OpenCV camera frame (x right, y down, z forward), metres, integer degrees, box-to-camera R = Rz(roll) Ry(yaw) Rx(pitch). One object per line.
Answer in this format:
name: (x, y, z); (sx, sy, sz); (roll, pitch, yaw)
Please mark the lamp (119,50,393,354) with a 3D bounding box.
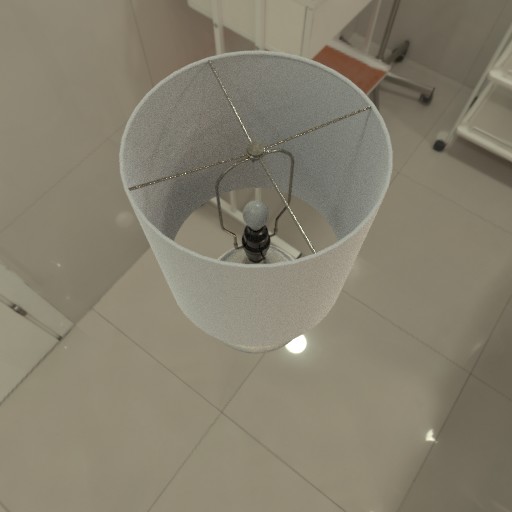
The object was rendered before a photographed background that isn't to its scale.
lamp: (0.000, 0.000, 0.534); (0.216, 0.404, 0.216); (34, 68, 15)
